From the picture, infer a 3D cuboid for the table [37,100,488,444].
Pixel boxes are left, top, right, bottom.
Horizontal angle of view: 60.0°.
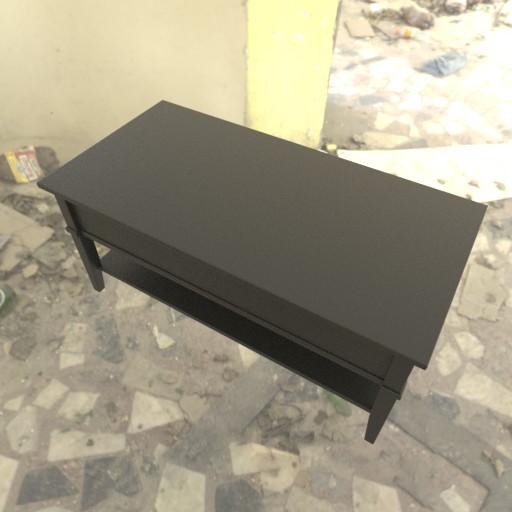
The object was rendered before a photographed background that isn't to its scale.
[{"bbox_3d":[0.000,0.000,1.312,1.044,0.470,0.523,24,51,21],"label":"table"}]
